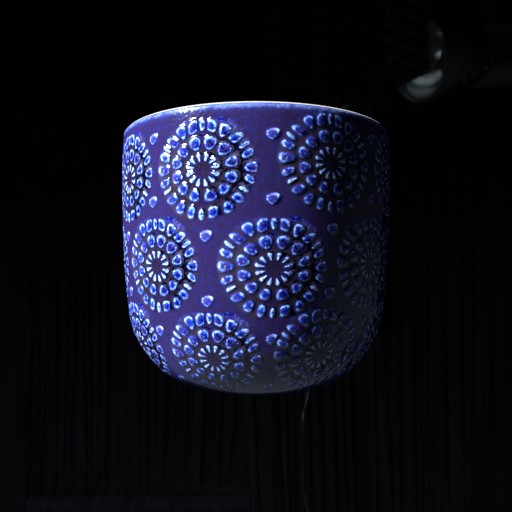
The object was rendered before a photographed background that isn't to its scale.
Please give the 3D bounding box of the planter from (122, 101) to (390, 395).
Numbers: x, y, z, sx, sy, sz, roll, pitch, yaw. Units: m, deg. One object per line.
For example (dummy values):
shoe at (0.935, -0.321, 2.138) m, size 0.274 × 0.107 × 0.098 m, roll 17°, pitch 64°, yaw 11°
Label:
planter at (0.000, 0.000, 0.288) m, size 0.165 × 0.149 × 0.165 m, roll 0°, pitch 2°, yaw 0°
